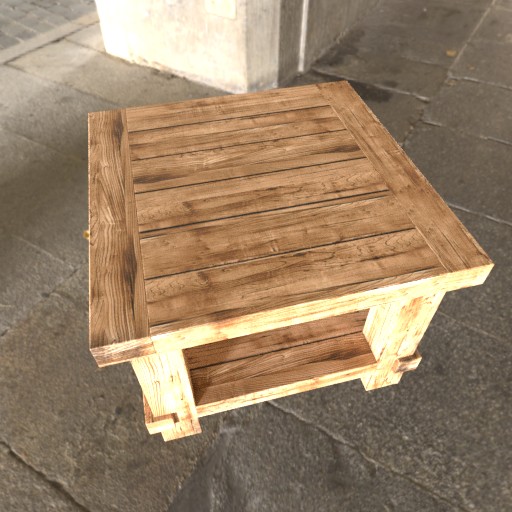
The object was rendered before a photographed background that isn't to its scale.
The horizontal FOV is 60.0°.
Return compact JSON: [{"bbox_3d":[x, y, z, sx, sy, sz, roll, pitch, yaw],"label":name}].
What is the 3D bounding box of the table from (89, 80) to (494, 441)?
[{"bbox_3d":[0.000,0.000,1.004,0.610,0.457,0.610,-11,49,-9],"label":"table"}]
